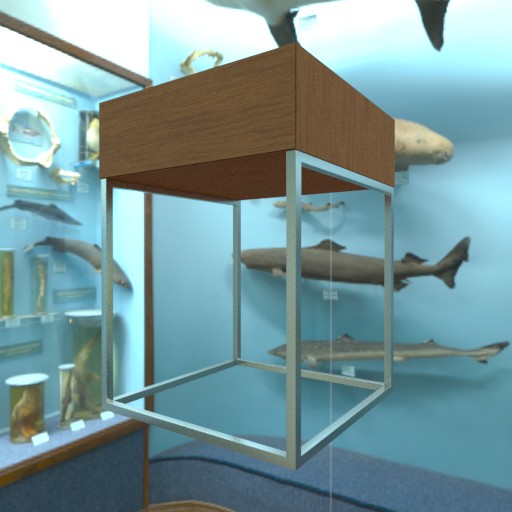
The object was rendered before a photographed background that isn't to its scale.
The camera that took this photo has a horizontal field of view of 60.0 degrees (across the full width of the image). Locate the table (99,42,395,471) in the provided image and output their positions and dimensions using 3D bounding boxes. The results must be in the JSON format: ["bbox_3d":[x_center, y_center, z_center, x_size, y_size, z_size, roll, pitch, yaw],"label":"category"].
[{"bbox_3d":[0.000,0.000,0.833,0.397,0.540,0.398,0,0,35],"label":"table"}]
